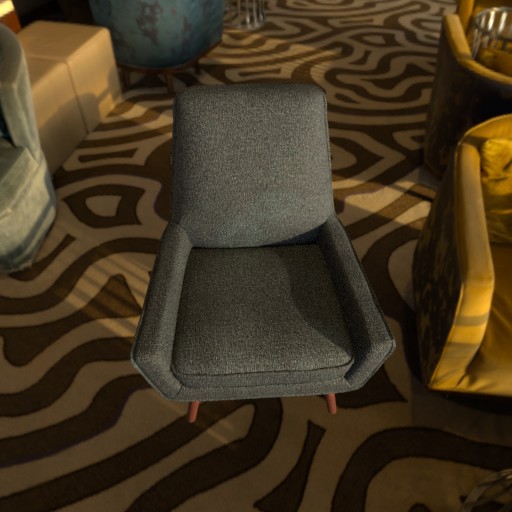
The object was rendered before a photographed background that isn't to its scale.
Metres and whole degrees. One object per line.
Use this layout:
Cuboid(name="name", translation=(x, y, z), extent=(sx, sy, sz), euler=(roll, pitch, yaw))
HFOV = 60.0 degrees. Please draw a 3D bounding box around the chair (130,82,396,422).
Cuboid(name="chair", translation=(0.000, 0.000, 1.553), extent=(0.763, 0.883, 0.859), euler=(-2, 46, -2))
